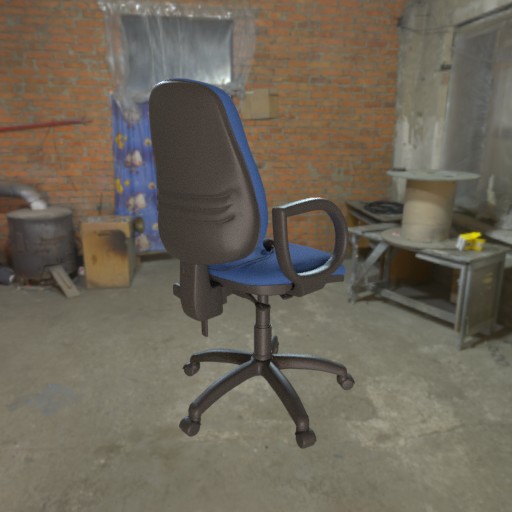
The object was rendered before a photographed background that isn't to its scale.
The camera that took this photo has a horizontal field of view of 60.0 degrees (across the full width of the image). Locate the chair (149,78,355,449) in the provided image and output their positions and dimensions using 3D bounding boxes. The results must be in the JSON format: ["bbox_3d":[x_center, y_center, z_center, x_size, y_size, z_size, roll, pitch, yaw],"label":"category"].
[{"bbox_3d":[0.000,0.000,1.251,0.549,0.905,0.552,-14,21,-42],"label":"chair"}]
